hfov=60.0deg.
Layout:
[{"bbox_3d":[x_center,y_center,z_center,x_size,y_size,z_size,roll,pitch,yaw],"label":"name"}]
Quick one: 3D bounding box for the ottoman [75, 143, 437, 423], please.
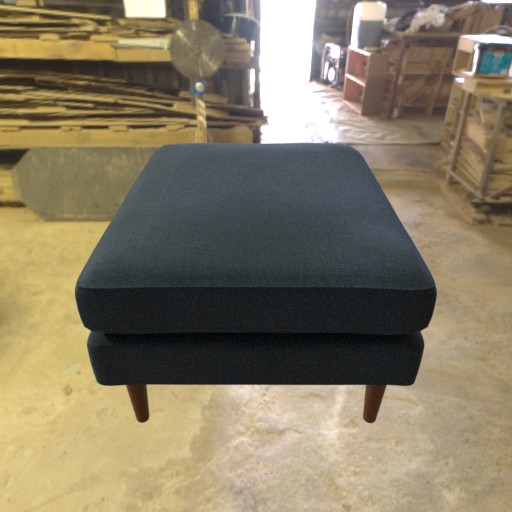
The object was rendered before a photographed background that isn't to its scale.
[{"bbox_3d":[0.000,0.000,1.247,0.693,0.474,0.821,0,32,0],"label":"ottoman"}]
